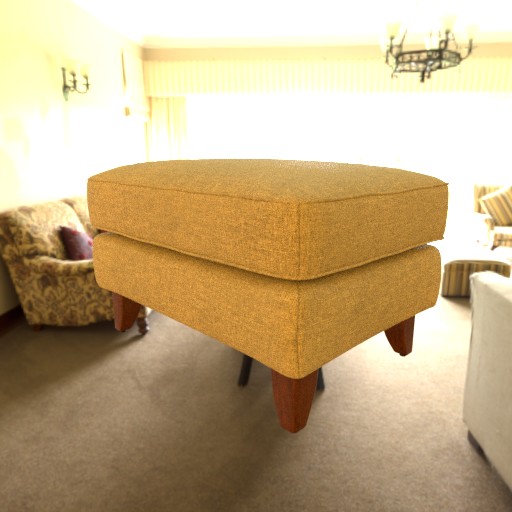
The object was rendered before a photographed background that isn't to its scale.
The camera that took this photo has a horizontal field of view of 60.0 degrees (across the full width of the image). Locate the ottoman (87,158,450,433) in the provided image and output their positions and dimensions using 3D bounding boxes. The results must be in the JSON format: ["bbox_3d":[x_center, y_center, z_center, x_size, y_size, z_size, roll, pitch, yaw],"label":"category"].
[{"bbox_3d":[0.000,0.000,1.315,0.661,0.561,0.889,-13,19,-43],"label":"ottoman"}]
